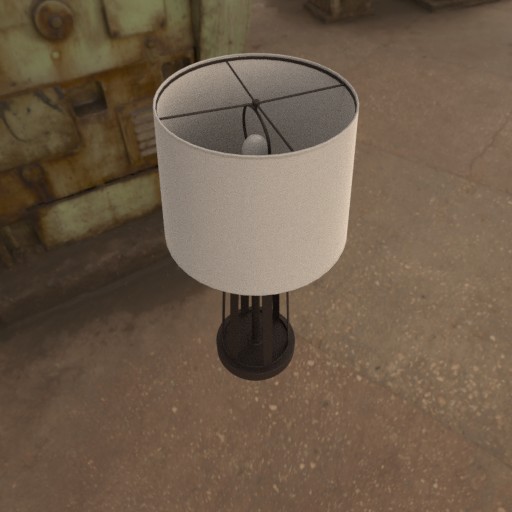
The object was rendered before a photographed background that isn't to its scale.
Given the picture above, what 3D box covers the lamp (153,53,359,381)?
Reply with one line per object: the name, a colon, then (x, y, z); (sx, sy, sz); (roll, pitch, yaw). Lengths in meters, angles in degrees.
lamp: (0.000, 0.000, 0.666); (0.251, 0.509, 0.251); (0, 48, 0)
